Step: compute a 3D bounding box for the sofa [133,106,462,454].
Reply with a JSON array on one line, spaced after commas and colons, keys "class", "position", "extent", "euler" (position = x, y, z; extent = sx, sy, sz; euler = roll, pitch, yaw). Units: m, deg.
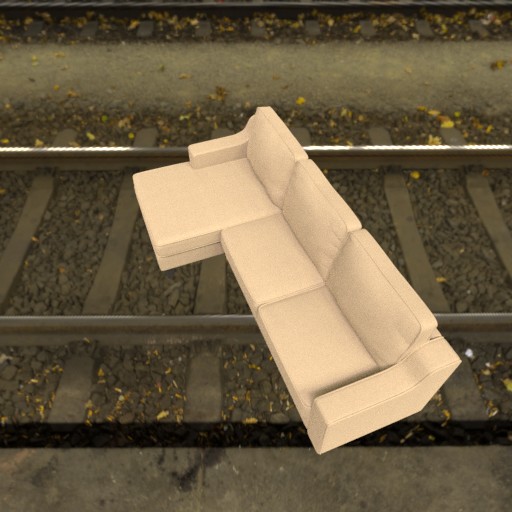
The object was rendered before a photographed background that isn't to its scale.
[{"class": "sofa", "position": [0.000, 0.000, 3.114], "extent": [1.294, 0.928, 2.561], "euler": [-17, 51, -14]}]
